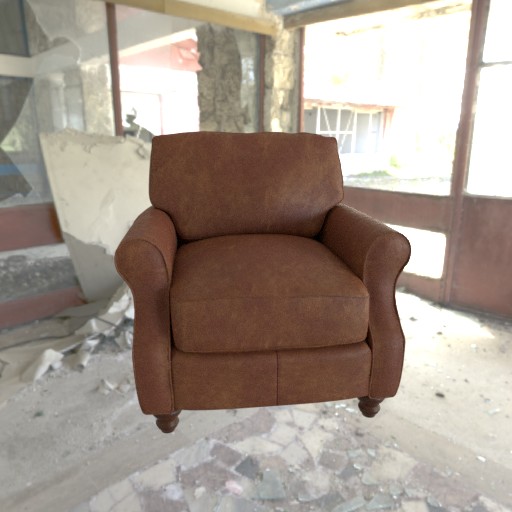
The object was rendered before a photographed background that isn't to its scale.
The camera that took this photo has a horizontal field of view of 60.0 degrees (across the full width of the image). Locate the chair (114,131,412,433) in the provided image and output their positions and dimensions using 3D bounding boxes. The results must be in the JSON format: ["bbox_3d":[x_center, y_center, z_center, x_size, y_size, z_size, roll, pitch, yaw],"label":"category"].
[{"bbox_3d":[0.000,0.000,1.763,0.983,0.962,0.986,-2,15,-7],"label":"chair"}]
